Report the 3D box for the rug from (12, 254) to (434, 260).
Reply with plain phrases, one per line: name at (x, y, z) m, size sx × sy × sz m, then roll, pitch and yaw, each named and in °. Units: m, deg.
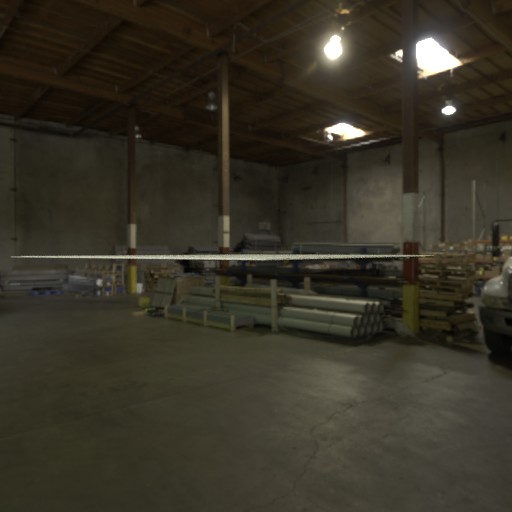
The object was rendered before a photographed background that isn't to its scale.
rug at (0.000, 0.000, 4.039) m, size 2.354 × 0.007 × 3.196 m, roll 0°, pitch 1°, yaw 35°
